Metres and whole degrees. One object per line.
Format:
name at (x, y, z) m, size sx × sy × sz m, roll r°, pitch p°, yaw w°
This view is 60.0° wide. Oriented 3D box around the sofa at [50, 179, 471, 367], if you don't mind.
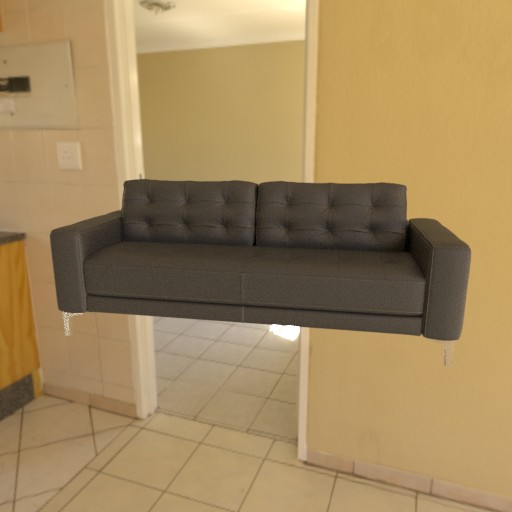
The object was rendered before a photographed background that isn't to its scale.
sofa at (0.000, 0.000, 2.734) m, size 2.275 × 0.893 × 0.833 m, roll 3°, pitch 14°, yaw 10°
